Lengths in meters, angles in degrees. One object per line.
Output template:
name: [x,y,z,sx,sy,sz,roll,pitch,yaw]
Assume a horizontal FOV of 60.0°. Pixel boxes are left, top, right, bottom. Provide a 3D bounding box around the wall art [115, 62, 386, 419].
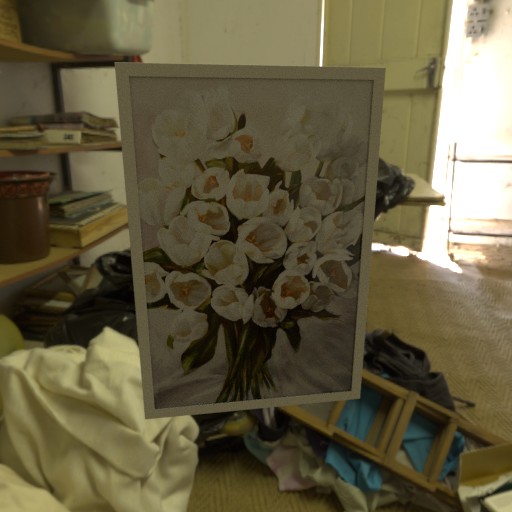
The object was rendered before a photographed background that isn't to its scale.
wall art: [0.000,0.000,1.214,0.660,0.965,0.015,-3,17,-9]
